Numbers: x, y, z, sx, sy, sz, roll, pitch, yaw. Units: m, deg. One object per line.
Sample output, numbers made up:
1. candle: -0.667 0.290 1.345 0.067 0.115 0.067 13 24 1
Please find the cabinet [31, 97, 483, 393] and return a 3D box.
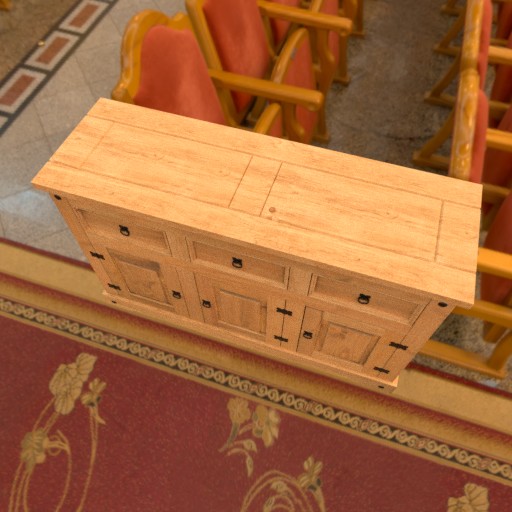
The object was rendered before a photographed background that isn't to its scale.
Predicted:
1. cabinet: 0.000 0.000 1.701 1.321 0.810 0.432 16 58 10
